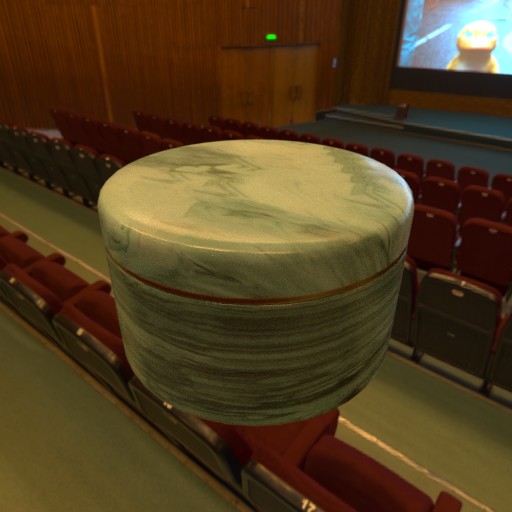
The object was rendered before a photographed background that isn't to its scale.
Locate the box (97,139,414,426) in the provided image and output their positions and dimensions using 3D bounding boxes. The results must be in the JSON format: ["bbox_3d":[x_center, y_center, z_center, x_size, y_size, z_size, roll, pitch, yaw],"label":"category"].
[{"bbox_3d":[0.000,0.000,0.161,0.101,0.063,0.101,0,29,0],"label":"box"}]
